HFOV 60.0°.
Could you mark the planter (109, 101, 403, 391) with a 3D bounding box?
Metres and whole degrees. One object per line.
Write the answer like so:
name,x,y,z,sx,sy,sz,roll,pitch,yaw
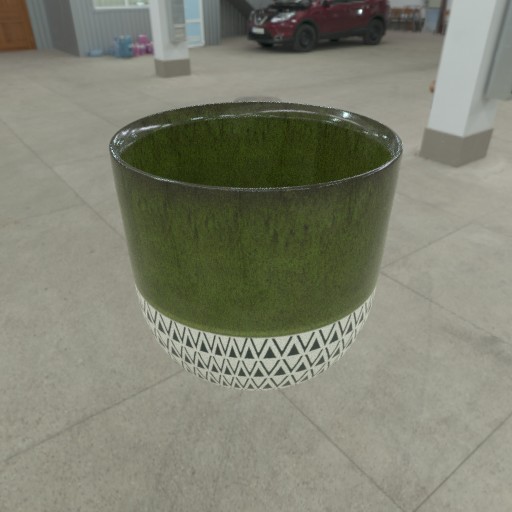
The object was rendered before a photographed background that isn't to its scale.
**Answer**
planter,0.000,0.000,0.485,0.266,0.270,0.266,0,32,0
